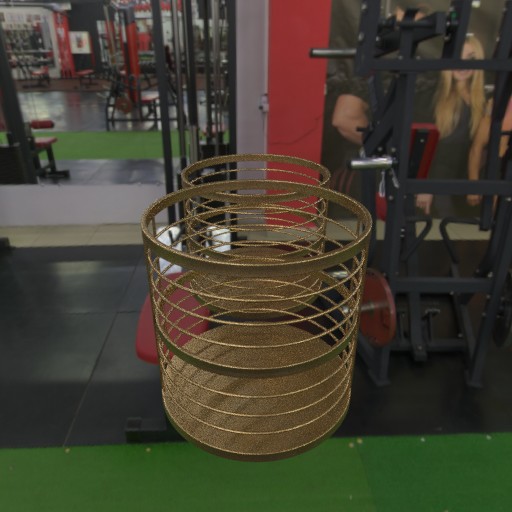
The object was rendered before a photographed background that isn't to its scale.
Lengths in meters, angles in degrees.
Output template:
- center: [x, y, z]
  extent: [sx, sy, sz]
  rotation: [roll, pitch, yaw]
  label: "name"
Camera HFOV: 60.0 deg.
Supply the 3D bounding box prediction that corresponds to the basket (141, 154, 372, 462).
- center: [0.000, 0.000, 0.949]
  extent: [0.356, 0.351, 0.746]
  rotation: [0, 27, 0]
  label: "basket"
